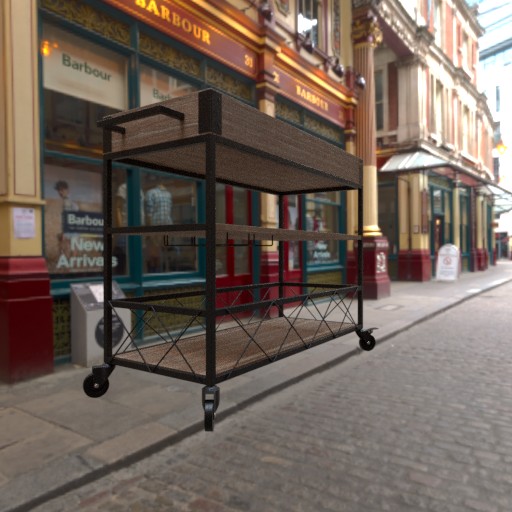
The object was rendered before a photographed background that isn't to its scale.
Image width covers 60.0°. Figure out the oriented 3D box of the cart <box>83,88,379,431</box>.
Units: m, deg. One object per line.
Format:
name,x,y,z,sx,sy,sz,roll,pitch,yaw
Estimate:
cart,0.000,0.000,1.530,0.500,0.787,1.101,0,1,34
